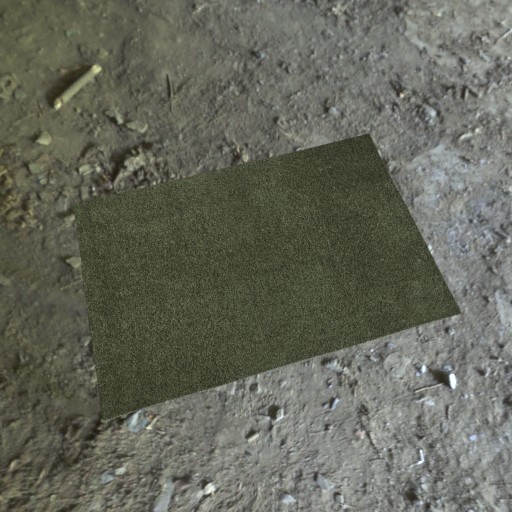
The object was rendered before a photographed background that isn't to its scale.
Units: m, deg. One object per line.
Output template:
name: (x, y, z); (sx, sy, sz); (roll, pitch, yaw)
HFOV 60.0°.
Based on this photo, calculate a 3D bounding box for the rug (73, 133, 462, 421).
rug: (0.000, 0.000, 3.544); (2.699, 0.026, 1.802); (-15, 65, -7)
